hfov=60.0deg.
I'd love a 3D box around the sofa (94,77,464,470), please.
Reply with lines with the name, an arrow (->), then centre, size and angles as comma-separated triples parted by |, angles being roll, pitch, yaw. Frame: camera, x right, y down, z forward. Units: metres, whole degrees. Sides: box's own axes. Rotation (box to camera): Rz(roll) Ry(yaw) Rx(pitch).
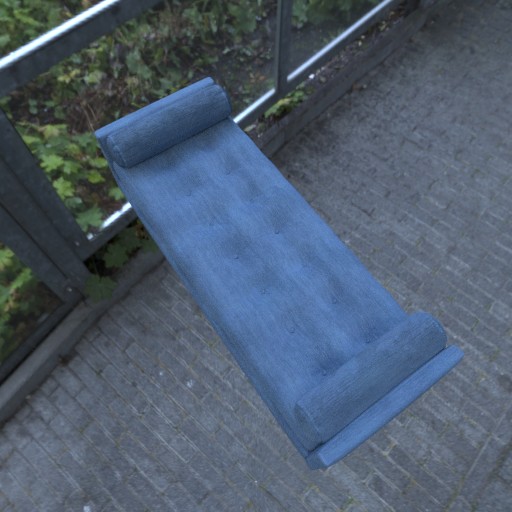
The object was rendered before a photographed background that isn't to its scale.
sofa -> 0.000, 0.000, 2.456 | 0.796, 0.705, 2.102 | -32, 67, -15
